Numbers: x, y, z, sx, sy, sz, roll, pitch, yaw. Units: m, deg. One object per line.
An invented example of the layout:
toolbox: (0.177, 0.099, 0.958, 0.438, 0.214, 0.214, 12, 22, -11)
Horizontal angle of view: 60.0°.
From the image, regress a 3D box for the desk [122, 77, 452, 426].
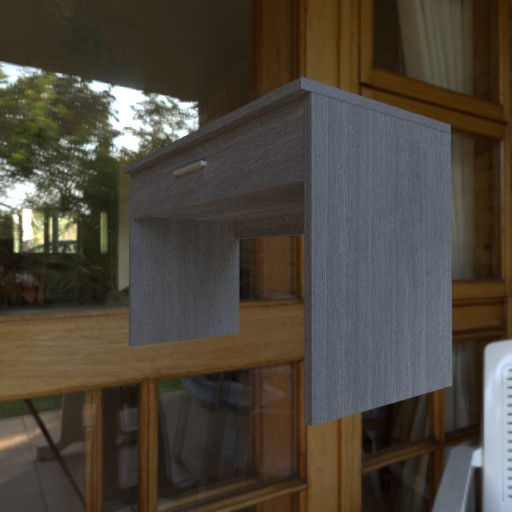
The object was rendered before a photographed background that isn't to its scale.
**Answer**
desk: (0.000, 0.000, 1.524, 0.557, 0.729, 1.099, 1, -1, -36)
